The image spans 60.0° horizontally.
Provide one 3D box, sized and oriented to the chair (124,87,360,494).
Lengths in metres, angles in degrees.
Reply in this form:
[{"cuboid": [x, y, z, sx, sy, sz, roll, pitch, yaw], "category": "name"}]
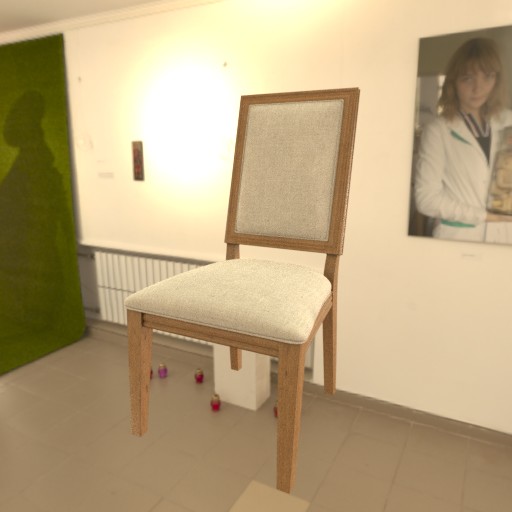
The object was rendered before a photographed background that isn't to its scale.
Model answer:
[{"cuboid": [0.000, 0.000, 1.317, 0.536, 0.988, 0.601, 7, 15, 27], "category": "chair"}]
